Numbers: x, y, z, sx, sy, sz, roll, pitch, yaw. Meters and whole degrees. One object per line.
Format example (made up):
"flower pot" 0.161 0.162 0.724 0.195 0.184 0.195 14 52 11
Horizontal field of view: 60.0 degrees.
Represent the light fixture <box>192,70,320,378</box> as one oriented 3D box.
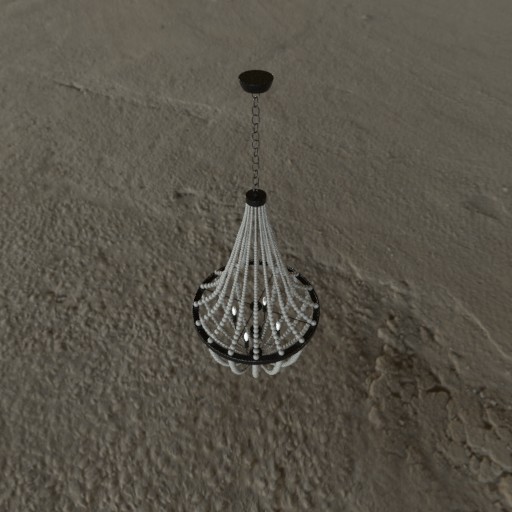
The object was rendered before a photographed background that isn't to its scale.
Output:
"light fixture" 0.000 0.000 1.385 0.450 1.133 0.450 0 46 0
